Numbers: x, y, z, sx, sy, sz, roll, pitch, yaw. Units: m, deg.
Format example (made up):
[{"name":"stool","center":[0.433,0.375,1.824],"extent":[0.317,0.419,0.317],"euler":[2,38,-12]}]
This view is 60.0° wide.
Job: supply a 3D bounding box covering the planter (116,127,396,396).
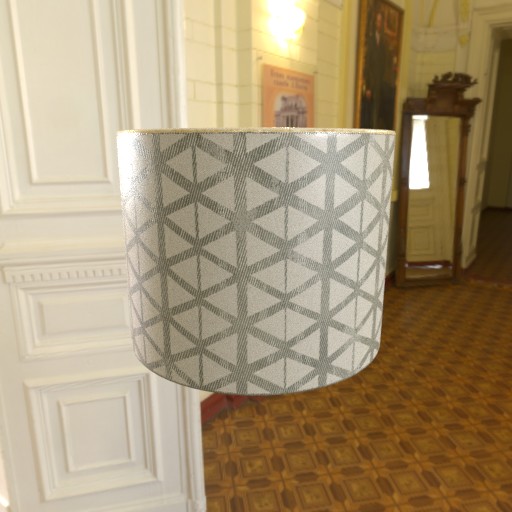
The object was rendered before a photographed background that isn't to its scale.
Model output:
[{"name":"planter","center":[0.000,0.000,0.444],"extent":[0.250,0.239,0.250],"euler":[0,14,0]}]
